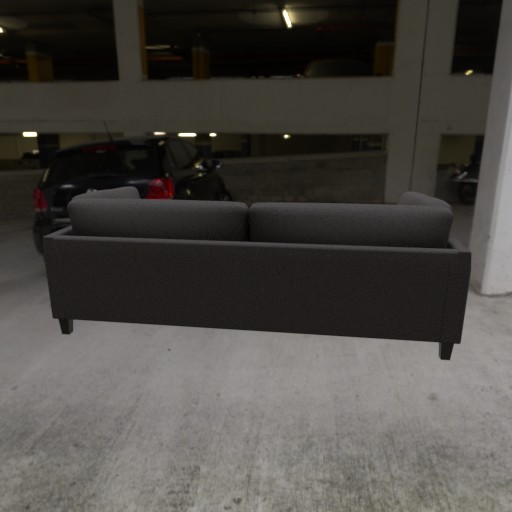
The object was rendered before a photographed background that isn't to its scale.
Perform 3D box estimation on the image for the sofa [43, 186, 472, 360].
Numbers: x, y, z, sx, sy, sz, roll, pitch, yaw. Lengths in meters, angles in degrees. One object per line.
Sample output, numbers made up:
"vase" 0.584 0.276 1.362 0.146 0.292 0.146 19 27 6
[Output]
"sofa" 0.000 0.000 2.797 2.312 0.792 0.969 2 16 8
